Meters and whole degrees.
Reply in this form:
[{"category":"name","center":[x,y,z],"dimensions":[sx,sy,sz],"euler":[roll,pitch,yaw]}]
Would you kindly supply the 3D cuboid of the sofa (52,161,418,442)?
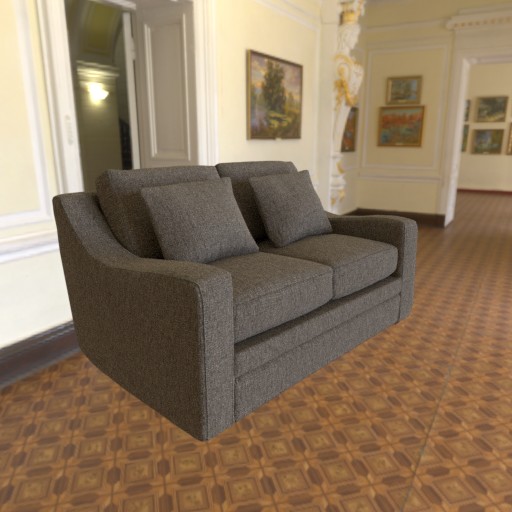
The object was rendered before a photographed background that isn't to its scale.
[{"category":"sofa","center":[0.000,0.000,2.464],"dimensions":[1.120,0.991,1.778],"euler":[14,20,42]}]
